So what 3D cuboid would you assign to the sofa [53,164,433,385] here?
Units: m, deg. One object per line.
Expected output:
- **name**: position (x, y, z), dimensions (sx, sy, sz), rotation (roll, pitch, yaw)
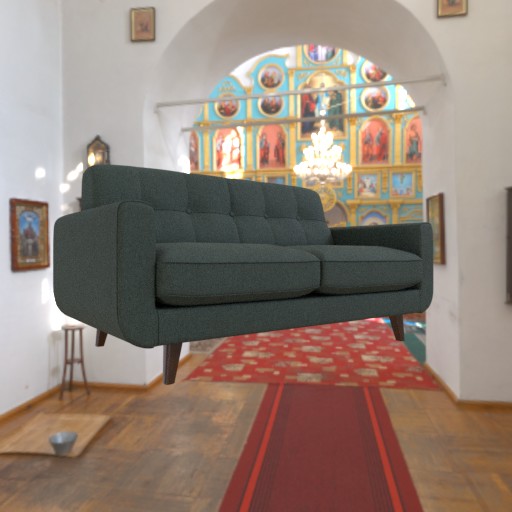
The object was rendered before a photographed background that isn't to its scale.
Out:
- **sofa**: position (0.000, 0.000, 2.124), dimensions (1.631, 0.841, 0.909), rotation (0, 0, -36)
